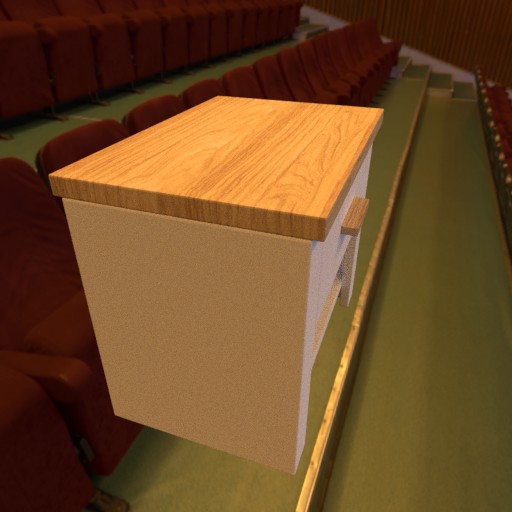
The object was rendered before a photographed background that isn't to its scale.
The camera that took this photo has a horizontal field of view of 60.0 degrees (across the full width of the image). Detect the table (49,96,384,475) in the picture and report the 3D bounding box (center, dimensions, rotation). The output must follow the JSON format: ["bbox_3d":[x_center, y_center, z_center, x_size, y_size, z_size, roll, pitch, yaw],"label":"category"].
[{"bbox_3d":[0.000,0.000,0.803,0.360,0.440,0.500,11,33,17],"label":"table"}]
